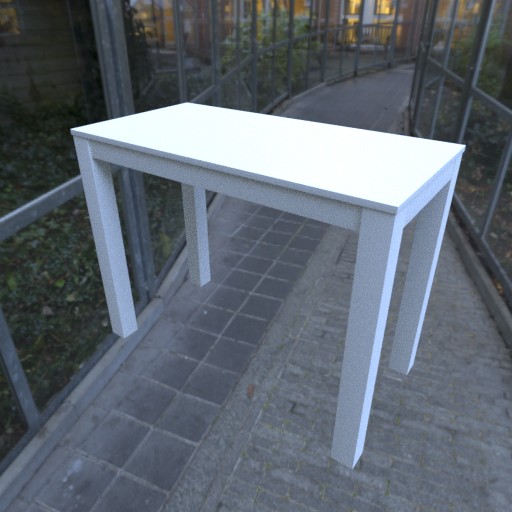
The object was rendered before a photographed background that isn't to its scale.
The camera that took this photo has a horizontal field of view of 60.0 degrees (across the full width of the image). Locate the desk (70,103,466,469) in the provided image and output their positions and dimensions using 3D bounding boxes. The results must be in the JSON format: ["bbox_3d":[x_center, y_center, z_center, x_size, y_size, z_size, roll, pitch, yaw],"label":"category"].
[{"bbox_3d":[0.000,0.000,1.419,0.990,0.762,0.497,19,35,30],"label":"desk"}]
